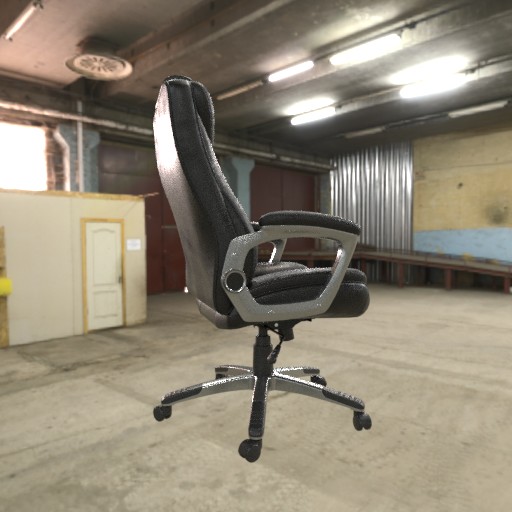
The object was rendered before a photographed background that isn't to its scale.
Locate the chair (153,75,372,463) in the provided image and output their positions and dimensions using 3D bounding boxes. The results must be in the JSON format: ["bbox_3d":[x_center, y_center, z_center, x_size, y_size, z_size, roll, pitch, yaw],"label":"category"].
[{"bbox_3d":[0.000,0.000,1.516,0.689,1.075,0.697,0,2,-17],"label":"chair"}]
